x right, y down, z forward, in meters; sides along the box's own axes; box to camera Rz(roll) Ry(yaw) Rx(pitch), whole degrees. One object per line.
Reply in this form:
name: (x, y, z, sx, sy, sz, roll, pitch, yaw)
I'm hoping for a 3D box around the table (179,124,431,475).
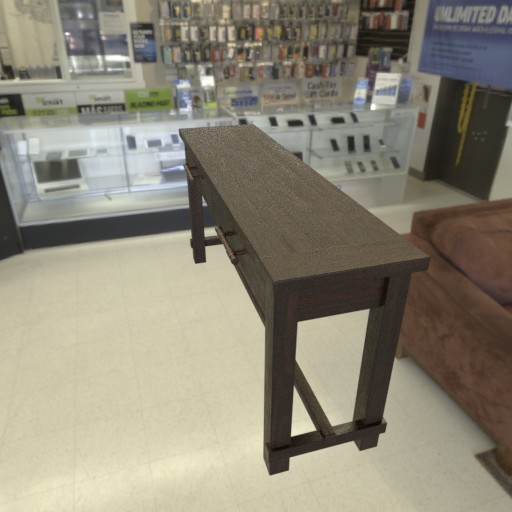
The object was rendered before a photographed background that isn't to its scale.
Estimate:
table: (0.000, 0.000, 1.903, 0.442, 0.762, 1.599, -8, 30, -14)
